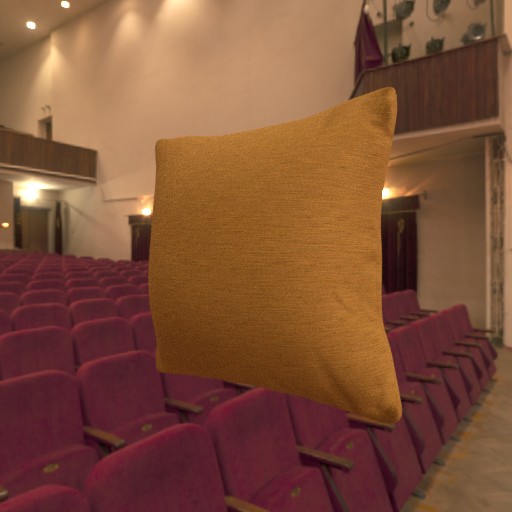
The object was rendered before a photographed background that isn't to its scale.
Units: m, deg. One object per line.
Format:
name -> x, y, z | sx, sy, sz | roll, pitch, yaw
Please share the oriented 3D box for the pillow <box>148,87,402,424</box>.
pillow -> 0.000, 0.000, 0.670 | 0.435, 0.417, 0.247 | 0, 0, 36
